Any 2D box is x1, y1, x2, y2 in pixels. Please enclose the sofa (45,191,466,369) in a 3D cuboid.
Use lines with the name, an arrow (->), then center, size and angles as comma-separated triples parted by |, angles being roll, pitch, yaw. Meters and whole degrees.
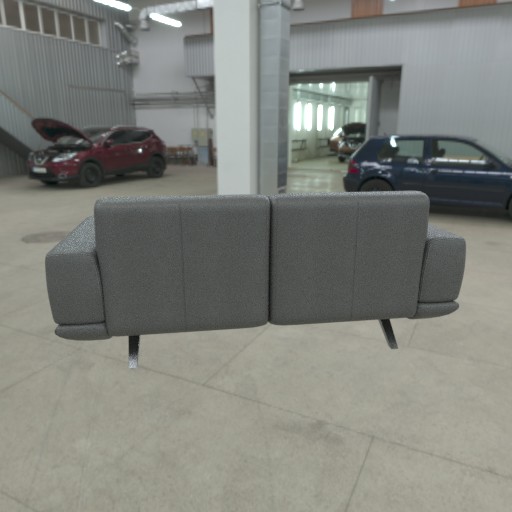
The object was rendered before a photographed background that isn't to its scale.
sofa -> 0.000, 0.000, 2.396 | 1.901, 0.772, 0.900 | -2, 16, -8
